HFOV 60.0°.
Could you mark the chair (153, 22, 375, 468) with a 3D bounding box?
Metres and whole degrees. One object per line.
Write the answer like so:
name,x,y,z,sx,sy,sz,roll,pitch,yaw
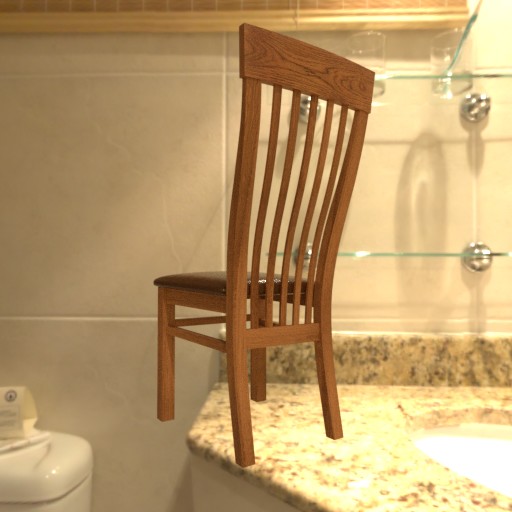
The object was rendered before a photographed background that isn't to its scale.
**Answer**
chair,0.000,0.000,1.353,0.450,1.050,0.580,1,-2,-35
